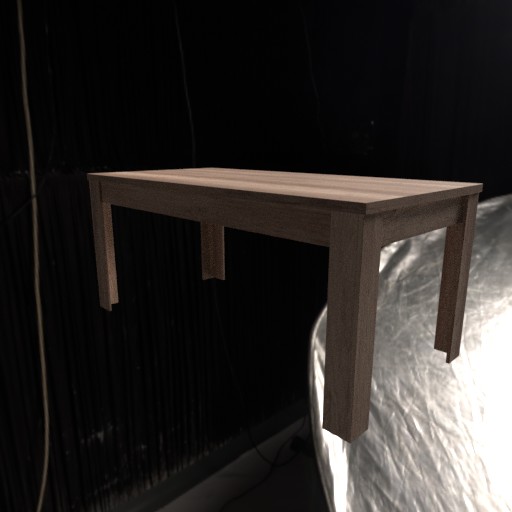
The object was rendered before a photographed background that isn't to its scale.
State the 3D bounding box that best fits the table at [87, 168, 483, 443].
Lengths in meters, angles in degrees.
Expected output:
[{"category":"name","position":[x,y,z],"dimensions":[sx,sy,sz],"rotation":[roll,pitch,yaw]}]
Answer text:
[{"category":"table","position":[0.000,0.000,2.271],"dimensions":[0.900,0.790,1.800],"rotation":[-14,19,-43]}]
